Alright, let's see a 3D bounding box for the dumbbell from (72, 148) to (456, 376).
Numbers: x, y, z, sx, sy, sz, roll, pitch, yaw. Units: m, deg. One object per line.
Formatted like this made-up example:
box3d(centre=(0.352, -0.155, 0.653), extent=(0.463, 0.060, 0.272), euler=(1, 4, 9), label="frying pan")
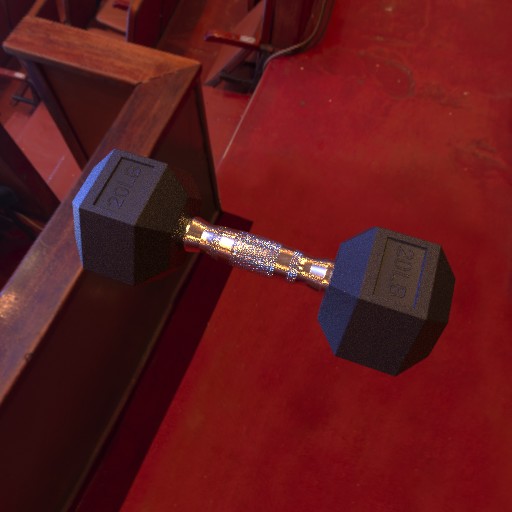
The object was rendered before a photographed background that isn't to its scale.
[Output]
box3d(centre=(0.000, 0.000, 0.334), extent=(0.272, 0.092, 0.106), euler=(18, 66, 8), label="dumbbell")
